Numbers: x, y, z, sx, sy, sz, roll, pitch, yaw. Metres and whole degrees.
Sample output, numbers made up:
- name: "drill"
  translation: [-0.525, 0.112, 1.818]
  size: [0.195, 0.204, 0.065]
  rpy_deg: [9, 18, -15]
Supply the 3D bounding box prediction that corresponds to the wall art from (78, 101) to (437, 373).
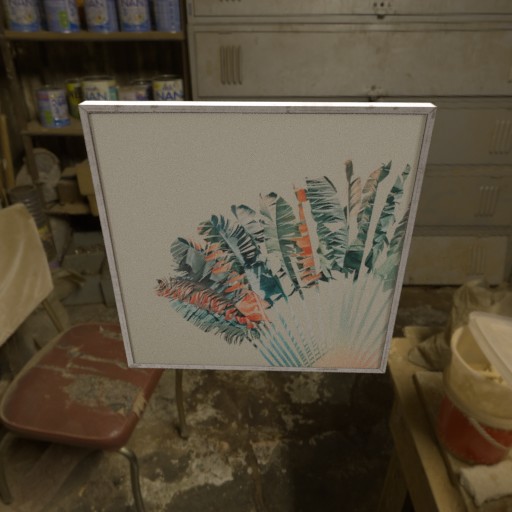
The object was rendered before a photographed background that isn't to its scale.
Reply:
- name: "wall art"
  translation: [0.000, 0.000, 0.765]
  size: [0.508, 0.506, 0.029]
  rpy_deg: [1, 30, 2]
